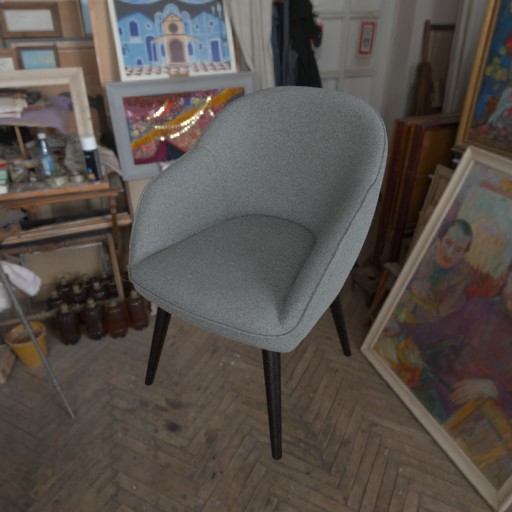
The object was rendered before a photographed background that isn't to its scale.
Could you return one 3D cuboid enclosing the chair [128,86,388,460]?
[{"bbox_3d":[0.000,0.000,1.238,0.589,0.810,0.611,18,35,28],"label":"chair"}]
